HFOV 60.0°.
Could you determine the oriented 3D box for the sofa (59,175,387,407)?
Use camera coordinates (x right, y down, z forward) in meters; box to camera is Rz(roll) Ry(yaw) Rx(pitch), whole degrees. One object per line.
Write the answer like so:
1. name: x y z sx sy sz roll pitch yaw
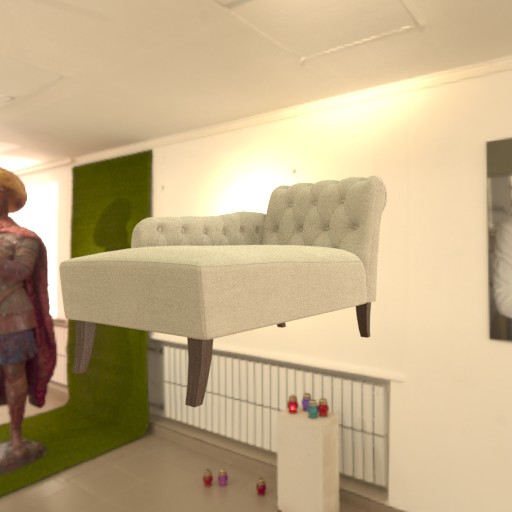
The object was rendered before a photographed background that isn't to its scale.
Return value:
1. sofa: 0.000 0.000 1.862 0.675 0.787 1.379 0 0 37
